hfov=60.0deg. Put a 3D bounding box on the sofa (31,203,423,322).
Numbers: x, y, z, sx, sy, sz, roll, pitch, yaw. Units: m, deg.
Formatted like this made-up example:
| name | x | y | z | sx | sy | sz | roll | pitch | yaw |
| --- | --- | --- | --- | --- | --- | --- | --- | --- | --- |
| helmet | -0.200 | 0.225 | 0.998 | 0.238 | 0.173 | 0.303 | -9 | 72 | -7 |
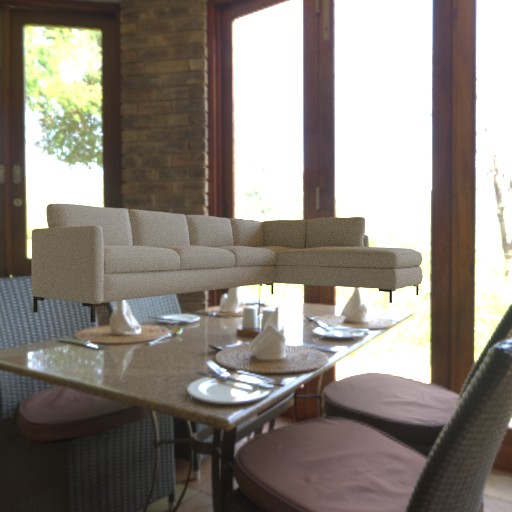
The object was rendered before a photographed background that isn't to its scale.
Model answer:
| name | x | y | z | sx | sy | sz | roll | pitch | yaw |
| --- | --- | --- | --- | --- | --- | --- | --- | --- | --- |
| sofa | 0.000 | 0.000 | 3.838 | 2.007 | 0.815 | 2.949 | 1 | 1 | 37 |
